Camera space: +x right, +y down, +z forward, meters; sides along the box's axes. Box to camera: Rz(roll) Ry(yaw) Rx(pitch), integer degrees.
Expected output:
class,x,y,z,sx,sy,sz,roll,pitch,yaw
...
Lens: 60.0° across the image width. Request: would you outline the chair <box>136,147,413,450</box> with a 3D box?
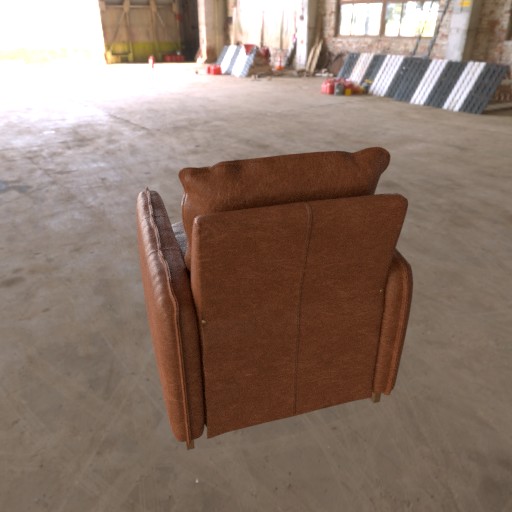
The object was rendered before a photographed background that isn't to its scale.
class,x,y,z,sx,sy,sz,roll,pitch,yaw
chair,0.000,0.000,1.643,0.830,0.922,0.922,-8,29,-15
